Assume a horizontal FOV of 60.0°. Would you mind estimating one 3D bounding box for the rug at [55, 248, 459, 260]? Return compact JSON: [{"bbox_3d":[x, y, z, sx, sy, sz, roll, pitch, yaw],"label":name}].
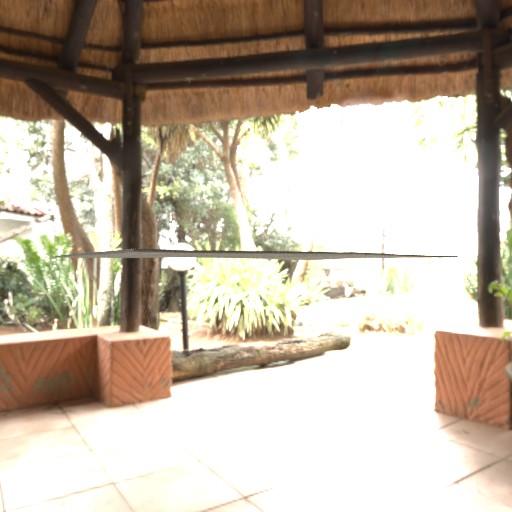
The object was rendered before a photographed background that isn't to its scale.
[{"bbox_3d":[0.000,0.000,3.075,2.306,0.030,1.613,1,-1,-35],"label":"rug"}]
